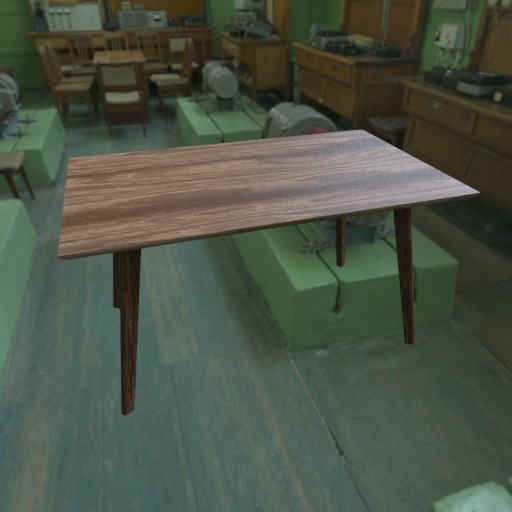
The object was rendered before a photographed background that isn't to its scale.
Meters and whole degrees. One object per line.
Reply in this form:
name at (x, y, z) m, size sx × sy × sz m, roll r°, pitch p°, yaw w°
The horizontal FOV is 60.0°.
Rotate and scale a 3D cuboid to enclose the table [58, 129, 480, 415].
table at (0.000, 0.000, 1.849) m, size 1.349 × 0.724 × 0.801 m, roll -10°, pitch 33°, yaw -15°
